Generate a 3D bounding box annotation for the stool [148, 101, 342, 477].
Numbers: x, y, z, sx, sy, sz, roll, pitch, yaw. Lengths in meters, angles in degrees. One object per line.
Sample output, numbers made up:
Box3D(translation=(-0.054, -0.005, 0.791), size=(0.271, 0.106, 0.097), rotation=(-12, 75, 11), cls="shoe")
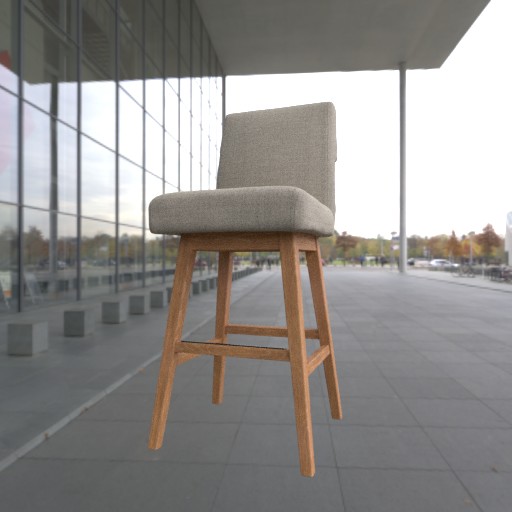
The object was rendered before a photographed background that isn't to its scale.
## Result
Box3D(translation=(0.000, 0.000, 1.418), size=(0.483, 1.106, 0.569), rotation=(0, 0, 20), cls="stool")
